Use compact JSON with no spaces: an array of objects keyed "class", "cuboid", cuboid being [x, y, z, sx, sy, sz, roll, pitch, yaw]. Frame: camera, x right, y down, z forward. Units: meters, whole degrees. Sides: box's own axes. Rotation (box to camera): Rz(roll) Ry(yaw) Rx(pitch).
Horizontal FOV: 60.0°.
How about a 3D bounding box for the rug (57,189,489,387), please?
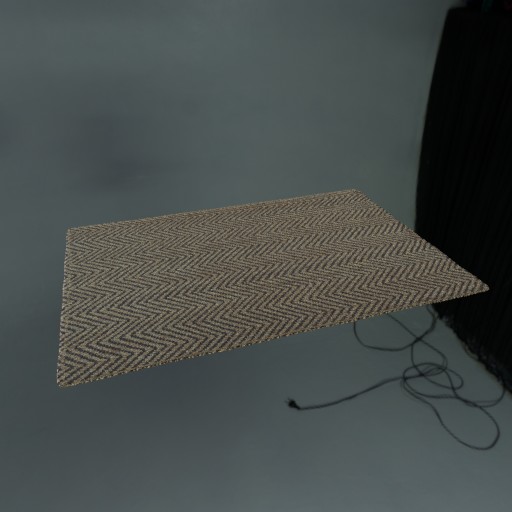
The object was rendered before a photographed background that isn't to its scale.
[{"class":"rug","cuboid":[0.000,0.000,2.239,1.828,0.008,1.219,-10,33,-16]}]
